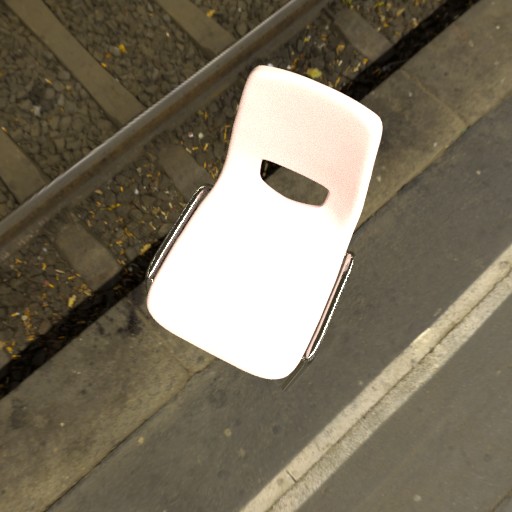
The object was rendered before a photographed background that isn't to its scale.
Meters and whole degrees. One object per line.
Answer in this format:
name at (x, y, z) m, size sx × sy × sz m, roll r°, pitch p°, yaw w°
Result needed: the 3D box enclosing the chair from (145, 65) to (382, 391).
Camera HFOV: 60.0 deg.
chair at (0.000, 0.000, 0.807) m, size 0.354 × 0.537 × 0.385 m, roll 26°, pitch 77°, yaw 6°
